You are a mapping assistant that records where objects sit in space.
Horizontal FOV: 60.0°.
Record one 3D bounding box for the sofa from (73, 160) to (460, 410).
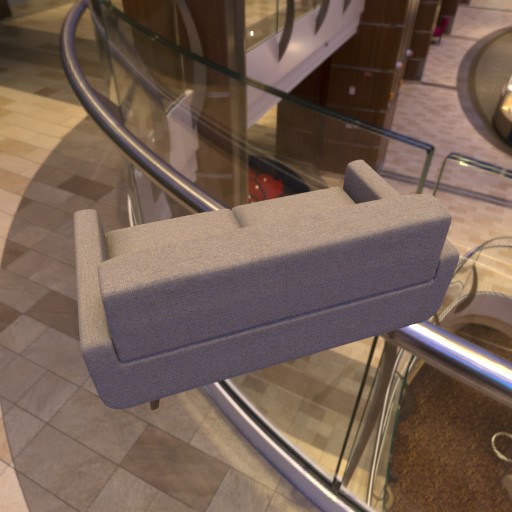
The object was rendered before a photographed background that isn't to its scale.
[{"bbox_3d":[0.000,0.000,2.183,1.631,0.841,0.909,-13,43,-14],"label":"sofa"}]
